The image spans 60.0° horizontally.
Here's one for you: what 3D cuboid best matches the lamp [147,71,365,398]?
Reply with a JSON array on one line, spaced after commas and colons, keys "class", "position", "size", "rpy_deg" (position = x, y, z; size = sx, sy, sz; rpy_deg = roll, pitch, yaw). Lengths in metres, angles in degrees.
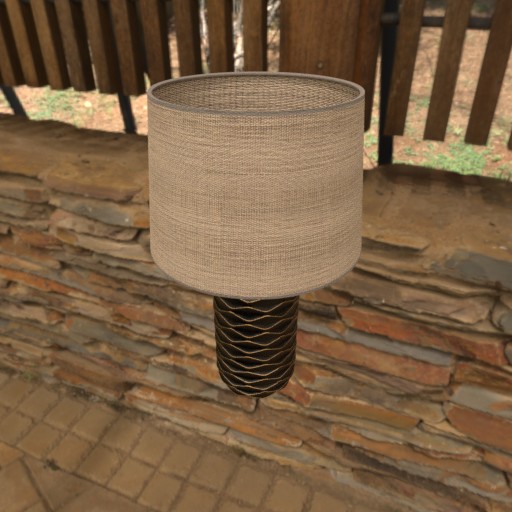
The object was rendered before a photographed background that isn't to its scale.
[{"class": "lamp", "position": [0.000, 0.000, 0.824], "size": [0.376, 0.594, 0.376], "rpy_deg": [0, 30, 0]}]
